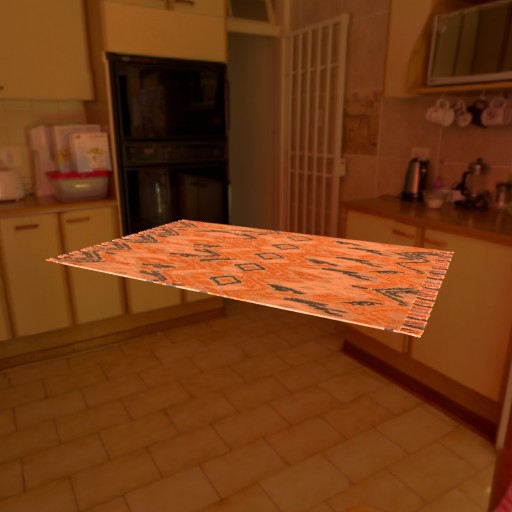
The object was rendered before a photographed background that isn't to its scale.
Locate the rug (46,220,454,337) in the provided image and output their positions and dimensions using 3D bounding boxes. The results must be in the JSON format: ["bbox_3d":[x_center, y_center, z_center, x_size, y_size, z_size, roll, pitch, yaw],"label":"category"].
[{"bbox_3d":[0.000,0.000,3.099,2.428,0.010,1.533,9,18,27],"label":"rug"}]
